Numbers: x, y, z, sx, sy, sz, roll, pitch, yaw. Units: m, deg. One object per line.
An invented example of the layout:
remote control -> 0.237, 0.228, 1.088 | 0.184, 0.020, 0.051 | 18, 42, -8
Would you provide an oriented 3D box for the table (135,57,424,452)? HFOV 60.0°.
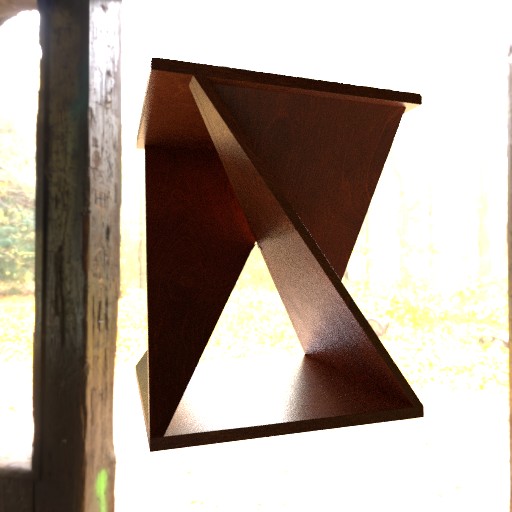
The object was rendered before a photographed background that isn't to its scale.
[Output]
table -> 0.000, 0.000, 0.849 | 0.427, 0.520, 0.427 | 0, -1, -18
